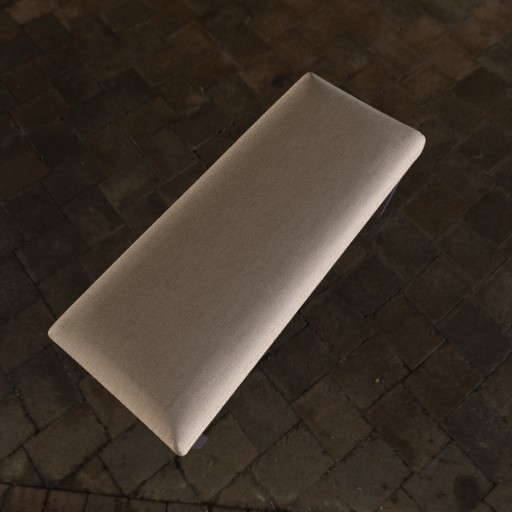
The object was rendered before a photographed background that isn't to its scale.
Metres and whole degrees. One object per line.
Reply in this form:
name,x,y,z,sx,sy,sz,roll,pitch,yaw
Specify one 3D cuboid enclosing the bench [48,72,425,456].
bench,0.000,0.000,1.261,0.407,0.456,1.013,36,70,15
